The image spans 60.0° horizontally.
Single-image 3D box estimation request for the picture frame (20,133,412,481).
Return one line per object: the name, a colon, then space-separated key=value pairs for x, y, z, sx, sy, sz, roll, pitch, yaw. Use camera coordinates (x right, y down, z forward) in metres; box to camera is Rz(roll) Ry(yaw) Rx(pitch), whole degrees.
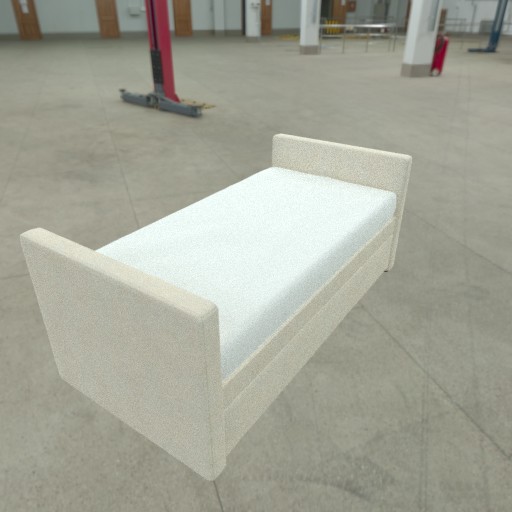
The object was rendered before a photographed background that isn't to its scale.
picture frame: x=0.000 y=0.000 z=2.675 sx=1.069 sy=0.891 sz=2.161 roll=19 pitch=35 yaw=30
